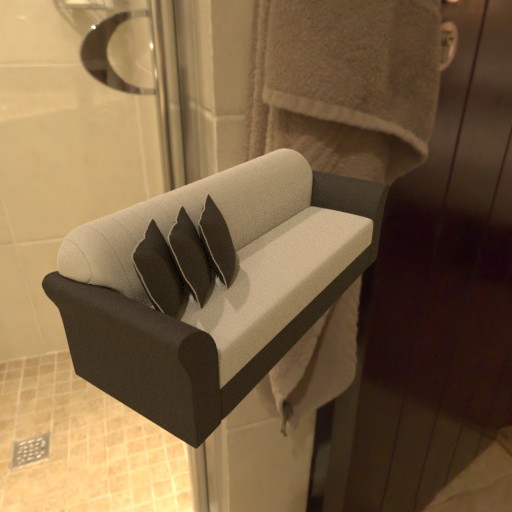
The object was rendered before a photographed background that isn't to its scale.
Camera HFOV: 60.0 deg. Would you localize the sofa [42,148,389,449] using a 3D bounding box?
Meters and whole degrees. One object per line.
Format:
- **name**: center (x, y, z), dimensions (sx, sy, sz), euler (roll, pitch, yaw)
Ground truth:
- **sofa**: center (0.000, 0.000, 2.433), dimensions (0.755, 0.787, 2.001), euler (17, 32, 30)
